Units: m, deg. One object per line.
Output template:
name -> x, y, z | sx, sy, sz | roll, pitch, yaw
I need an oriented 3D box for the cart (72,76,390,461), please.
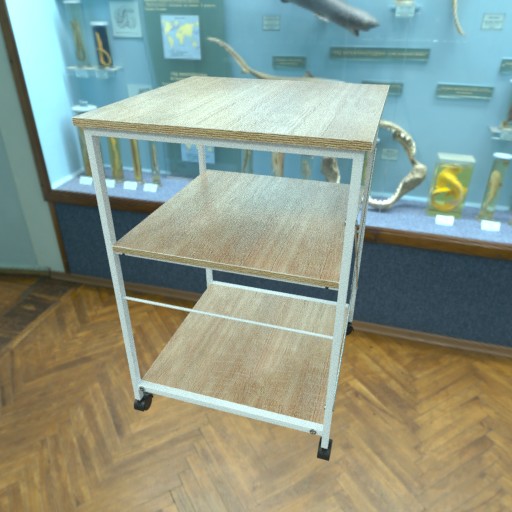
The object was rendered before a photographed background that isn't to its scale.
cart -> 0.000, 0.000, 1.120 | 0.520, 0.762, 0.521 | 9, 31, 15
